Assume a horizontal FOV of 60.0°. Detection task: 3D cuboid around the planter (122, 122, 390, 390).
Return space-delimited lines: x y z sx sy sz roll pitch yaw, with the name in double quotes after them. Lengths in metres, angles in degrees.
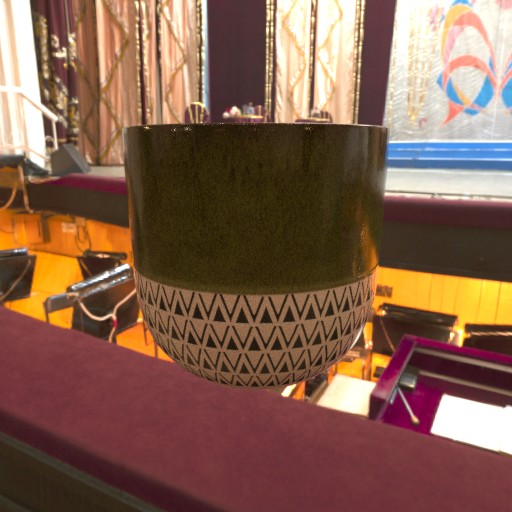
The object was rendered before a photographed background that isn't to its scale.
0.000 0.000 0.489 0.266 0.270 0.266 0 14 0 "planter"
